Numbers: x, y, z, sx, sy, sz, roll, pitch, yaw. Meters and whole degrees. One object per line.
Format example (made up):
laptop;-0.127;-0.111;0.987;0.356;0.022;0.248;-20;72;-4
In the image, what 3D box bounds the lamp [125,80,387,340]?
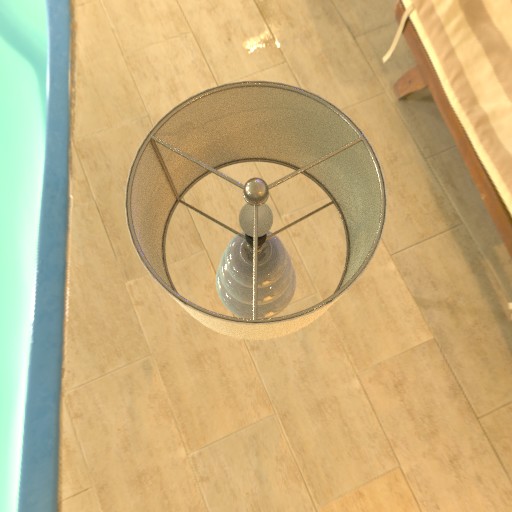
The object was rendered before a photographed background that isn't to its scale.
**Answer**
lamp;0.000;0.000;0.947;0.367;0.730;0.367;-17;76;-5
